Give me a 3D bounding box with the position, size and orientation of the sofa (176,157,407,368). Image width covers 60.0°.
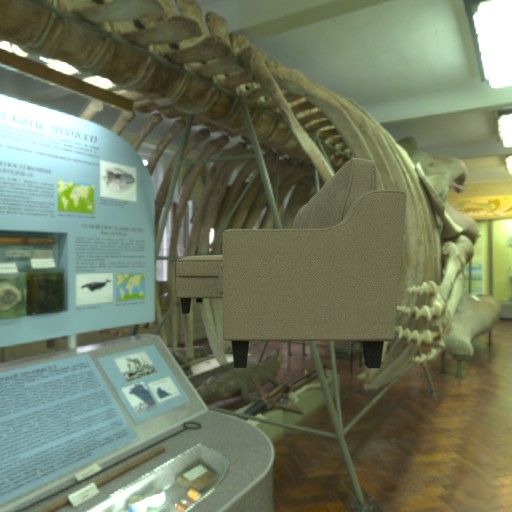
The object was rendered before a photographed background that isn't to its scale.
[{"bbox_3d":[0.000,0.000,3.108,1.294,0.928,2.561,0,1,1],"label":"sofa"}]
